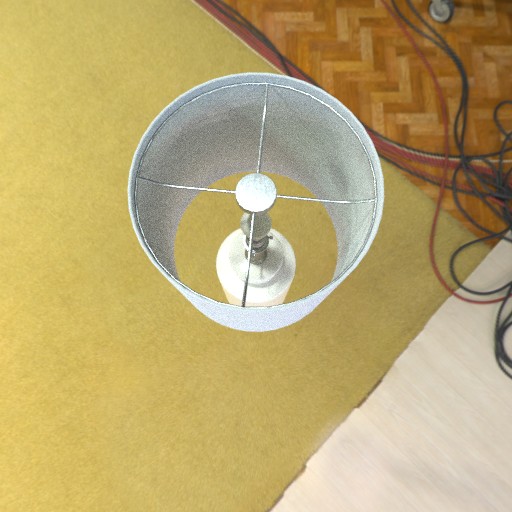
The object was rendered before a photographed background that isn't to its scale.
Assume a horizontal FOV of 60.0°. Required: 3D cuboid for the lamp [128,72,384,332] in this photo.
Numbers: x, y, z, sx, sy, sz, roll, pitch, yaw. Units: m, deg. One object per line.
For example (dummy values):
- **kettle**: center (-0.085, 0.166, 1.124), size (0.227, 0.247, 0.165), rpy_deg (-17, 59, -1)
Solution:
- **lamp**: center (0.000, 0.000, 0.605), size (0.212, 0.493, 0.212), rpy_deg (6, 76, 1)
